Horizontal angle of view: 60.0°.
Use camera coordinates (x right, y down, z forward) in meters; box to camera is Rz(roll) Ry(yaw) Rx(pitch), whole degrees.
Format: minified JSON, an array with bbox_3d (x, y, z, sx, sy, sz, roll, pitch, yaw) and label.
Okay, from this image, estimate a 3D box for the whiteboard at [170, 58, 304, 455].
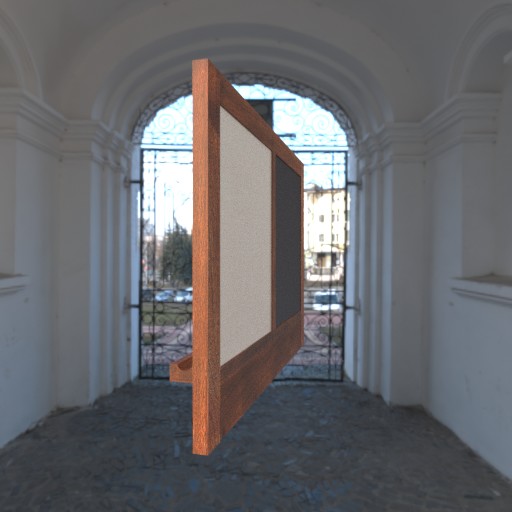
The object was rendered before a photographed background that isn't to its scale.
[{"bbox_3d":[0.000,0.000,0.995,0.083,0.553,0.768,0,1,16],"label":"whiteboard"}]
